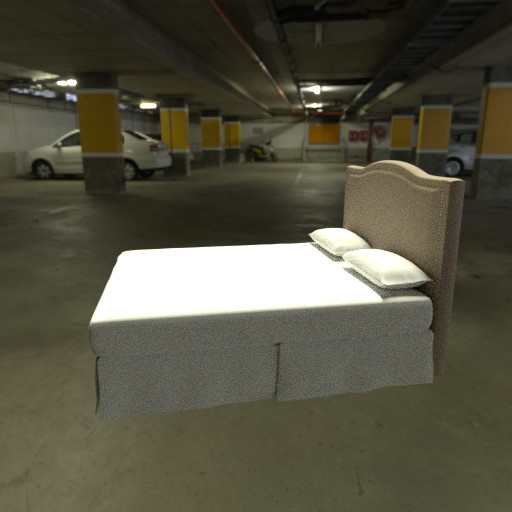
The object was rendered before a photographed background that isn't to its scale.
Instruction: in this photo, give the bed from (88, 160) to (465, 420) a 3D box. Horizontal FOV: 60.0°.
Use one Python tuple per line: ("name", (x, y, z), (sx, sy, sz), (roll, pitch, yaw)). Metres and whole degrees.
("bed", (0.000, 0.000, 3.445), (2.282, 1.436, 1.821), (-3, 15, -10))
